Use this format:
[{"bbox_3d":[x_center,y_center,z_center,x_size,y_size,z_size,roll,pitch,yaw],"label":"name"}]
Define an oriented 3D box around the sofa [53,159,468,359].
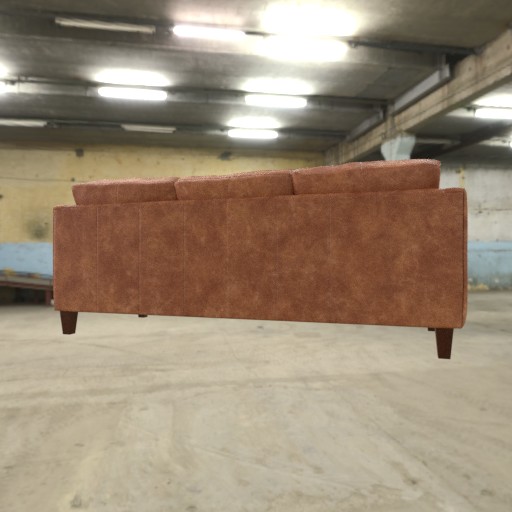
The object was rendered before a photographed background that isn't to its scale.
[{"bbox_3d":[0.000,0.000,2.967,2.464,1.006,1.045,0,0,18],"label":"sofa"}]
